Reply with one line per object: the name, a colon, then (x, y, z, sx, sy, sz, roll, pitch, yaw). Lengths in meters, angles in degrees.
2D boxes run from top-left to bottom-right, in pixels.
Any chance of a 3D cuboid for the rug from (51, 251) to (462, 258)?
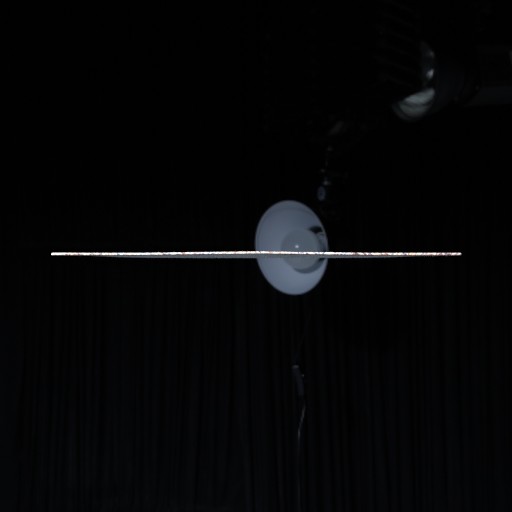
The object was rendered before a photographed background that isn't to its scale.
rug: (0.000, 0.000, 4.185, 2.436, 0.024, 3.226, 0, 0, 0)
